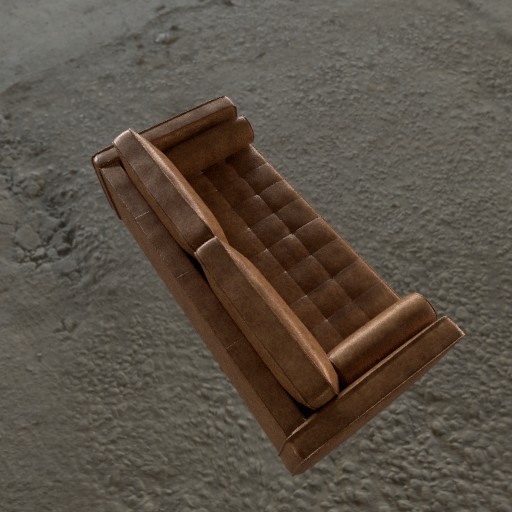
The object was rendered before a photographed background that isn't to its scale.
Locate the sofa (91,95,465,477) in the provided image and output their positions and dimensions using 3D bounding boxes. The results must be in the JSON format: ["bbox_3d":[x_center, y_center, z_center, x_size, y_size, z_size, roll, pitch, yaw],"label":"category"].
[{"bbox_3d":[0.000,0.000,2.342,0.924,0.825,1.920,-31,64,-17],"label":"sofa"}]
